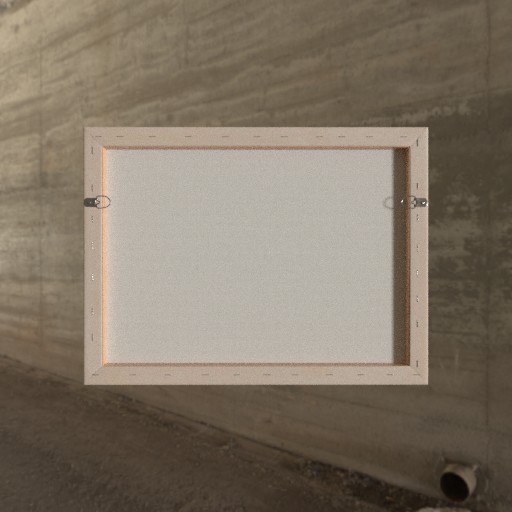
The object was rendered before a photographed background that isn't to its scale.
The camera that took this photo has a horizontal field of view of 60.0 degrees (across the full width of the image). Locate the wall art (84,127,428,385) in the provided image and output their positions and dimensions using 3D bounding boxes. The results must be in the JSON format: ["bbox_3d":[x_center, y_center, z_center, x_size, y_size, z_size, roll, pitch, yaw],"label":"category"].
[{"bbox_3d":[0.000,0.000,1.583,1.219,0.912,0.042,0,0,0],"label":"wall art"}]
